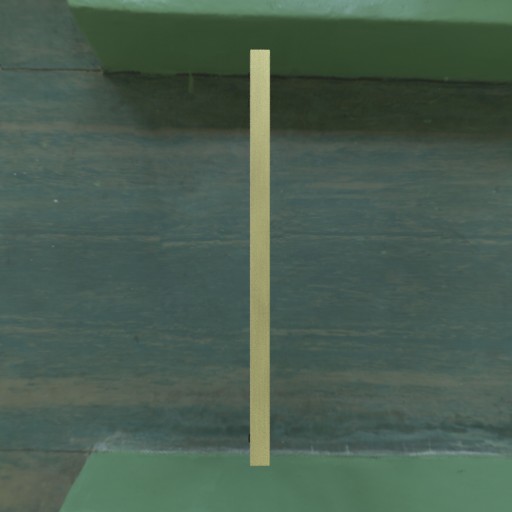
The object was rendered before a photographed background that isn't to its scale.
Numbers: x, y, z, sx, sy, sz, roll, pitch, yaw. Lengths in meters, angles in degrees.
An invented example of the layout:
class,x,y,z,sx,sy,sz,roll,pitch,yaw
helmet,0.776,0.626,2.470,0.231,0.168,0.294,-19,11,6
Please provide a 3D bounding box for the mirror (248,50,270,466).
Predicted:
class,x,y,z,sx,sy,sz,roll,pitch,yaw
mirror,0.000,0.000,1.319,0.040,1.016,0.762,0,91,-1
